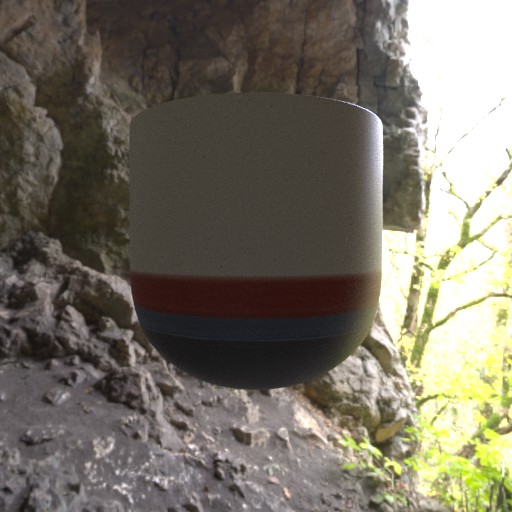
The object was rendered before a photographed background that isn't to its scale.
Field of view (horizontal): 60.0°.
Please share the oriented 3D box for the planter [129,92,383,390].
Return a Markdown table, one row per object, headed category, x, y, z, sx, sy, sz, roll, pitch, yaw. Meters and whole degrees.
| category | x | y | z | sx | sy | sz | roll | pitch | yaw |
| --- | --- | --- | --- | --- | --- | --- | --- | --- | --- |
| planter | 0.000 | 0.000 | 0.489 | 0.268 | 0.270 | 0.268 | 0 | 2 | 0 |
